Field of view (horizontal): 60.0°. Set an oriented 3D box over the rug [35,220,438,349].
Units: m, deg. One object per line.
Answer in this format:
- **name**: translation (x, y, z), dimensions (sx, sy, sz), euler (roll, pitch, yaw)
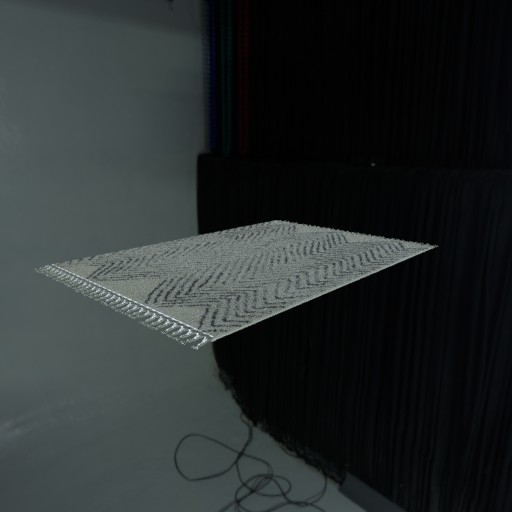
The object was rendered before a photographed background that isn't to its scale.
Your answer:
- **rug**: translation (0.000, 0.000, 2.373), dimensions (1.230, 0.014, 1.847), euler (14, 20, 42)
